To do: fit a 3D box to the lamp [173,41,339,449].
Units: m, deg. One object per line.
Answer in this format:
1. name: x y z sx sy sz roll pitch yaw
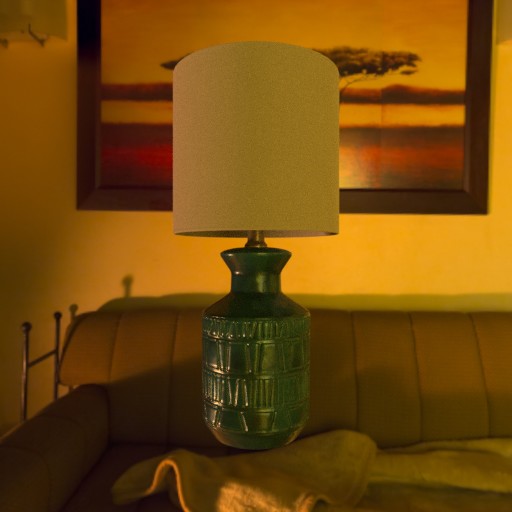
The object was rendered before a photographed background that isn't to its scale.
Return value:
1. lamp: 0.000 0.000 0.573 0.211 0.455 0.211 0 0 -19
